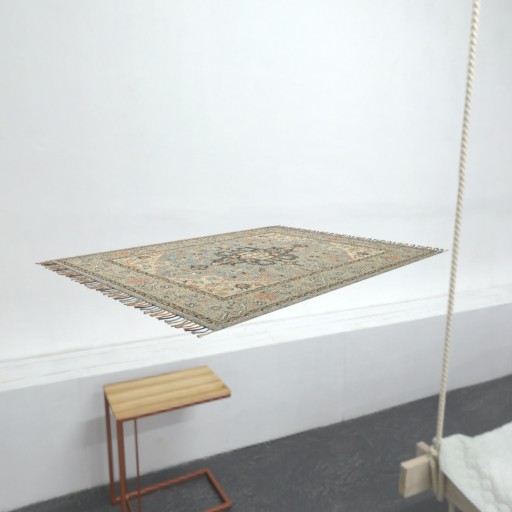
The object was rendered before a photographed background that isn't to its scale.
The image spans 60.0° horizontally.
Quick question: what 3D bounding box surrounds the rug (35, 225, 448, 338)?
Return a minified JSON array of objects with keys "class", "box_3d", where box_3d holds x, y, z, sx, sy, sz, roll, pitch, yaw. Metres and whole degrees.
[{"class":"rug","box_3d":[0.000,0.000,4.235,3.221,0.011,2.379,-12,17,-43]}]
